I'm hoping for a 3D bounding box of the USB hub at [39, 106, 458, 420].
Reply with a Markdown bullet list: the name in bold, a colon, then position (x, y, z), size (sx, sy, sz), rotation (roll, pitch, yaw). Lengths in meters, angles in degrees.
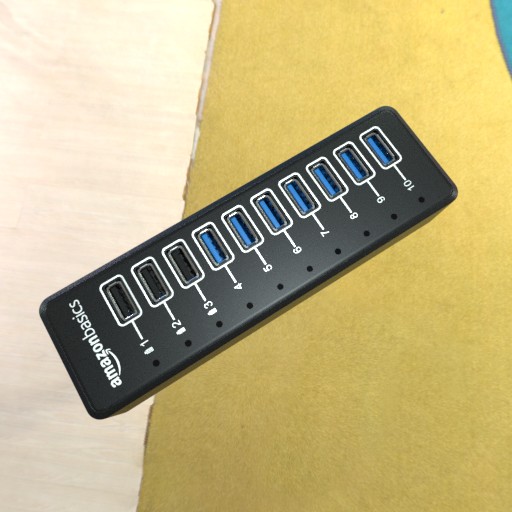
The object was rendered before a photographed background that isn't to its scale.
- **USB hub**: position (0.000, 0.000, 0.161), size (0.145, 0.023, 0.044), rotation (-31, 77, -8)
